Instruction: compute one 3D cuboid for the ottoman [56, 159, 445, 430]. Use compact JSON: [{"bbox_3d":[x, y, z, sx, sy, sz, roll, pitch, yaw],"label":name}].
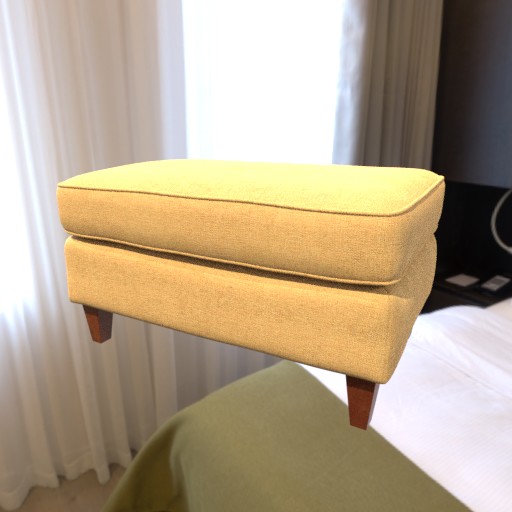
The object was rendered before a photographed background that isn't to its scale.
[{"bbox_3d":[0.000,0.000,1.191,0.862,0.484,0.583,9,19,28],"label":"ottoman"}]
